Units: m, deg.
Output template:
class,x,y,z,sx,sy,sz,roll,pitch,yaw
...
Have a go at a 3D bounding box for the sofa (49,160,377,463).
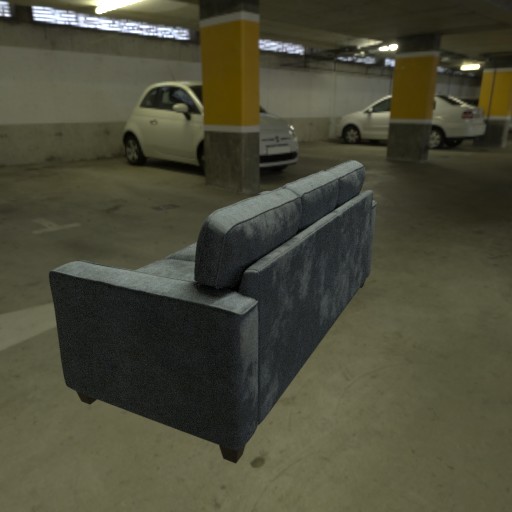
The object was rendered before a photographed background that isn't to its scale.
class,x,y,z,sx,sy,sz,roll,pitch,yaw
sofa,0.000,0.000,2.601,0.939,0.965,2.133,9,20,25
